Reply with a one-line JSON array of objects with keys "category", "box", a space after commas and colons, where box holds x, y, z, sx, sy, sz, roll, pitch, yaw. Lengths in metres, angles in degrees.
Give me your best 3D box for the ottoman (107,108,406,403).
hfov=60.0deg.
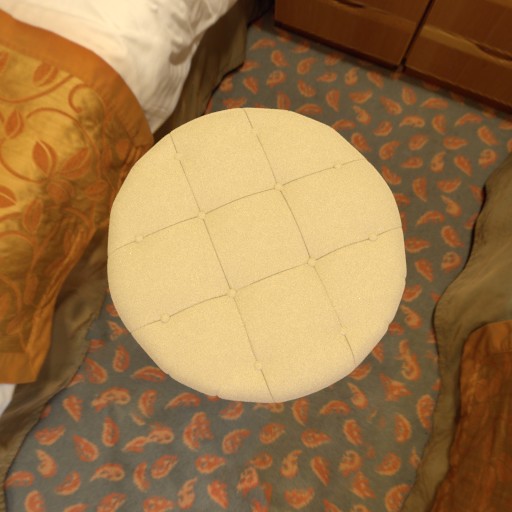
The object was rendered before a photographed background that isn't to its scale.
[{"category": "ottoman", "box": [0.000, 0.000, 1.448, 0.901, 0.439, 0.901, 0, 75, 0]}]
